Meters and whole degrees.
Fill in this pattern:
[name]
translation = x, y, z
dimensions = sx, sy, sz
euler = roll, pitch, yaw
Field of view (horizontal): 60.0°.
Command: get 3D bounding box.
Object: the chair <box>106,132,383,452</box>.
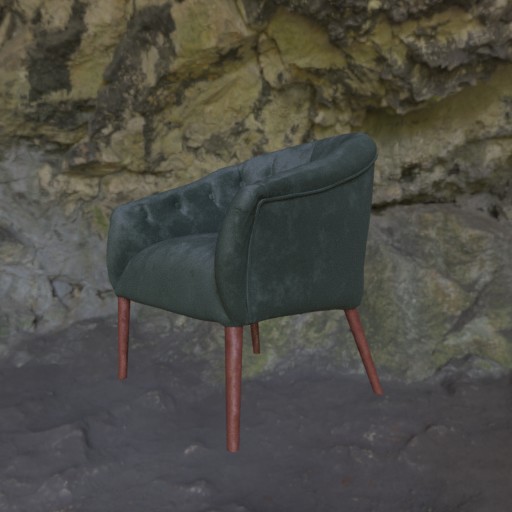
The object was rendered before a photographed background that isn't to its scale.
[chair]
translation = 0.000, 0.000, 1.518
dimensions = 0.776, 0.885, 0.851
euler = -2, 3, -38
